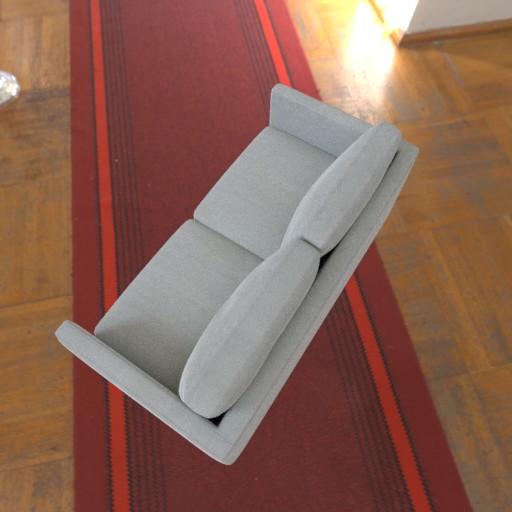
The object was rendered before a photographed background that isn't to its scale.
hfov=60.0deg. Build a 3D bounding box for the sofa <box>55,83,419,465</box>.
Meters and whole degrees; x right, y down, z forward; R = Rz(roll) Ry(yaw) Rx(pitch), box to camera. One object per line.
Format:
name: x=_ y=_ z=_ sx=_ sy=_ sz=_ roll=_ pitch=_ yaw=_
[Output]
sofa: x=0.000 y=0.000 z=2.415 sx=0.950 sy=0.963 sz=1.884 roll=31 pitch=67 yaw=14
